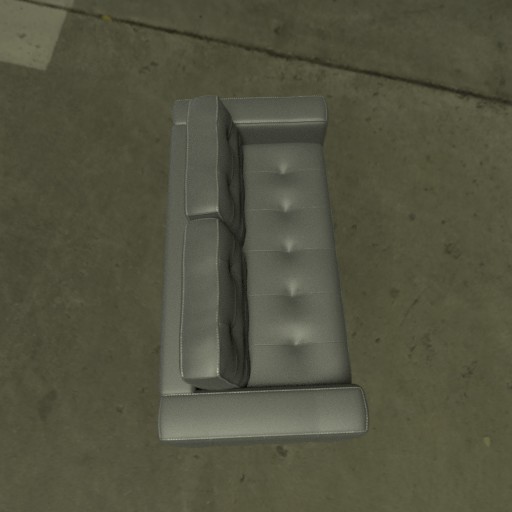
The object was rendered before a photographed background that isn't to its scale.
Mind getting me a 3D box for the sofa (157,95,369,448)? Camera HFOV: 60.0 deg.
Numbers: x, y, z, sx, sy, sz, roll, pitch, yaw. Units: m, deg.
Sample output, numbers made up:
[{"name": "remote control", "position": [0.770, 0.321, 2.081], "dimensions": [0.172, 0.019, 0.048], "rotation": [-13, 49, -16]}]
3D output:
[{"name": "sofa", "position": [0.000, 0.000, 2.201], "dimensions": [0.833, 0.892, 1.726], "rotation": [-2, 66, -1]}]
